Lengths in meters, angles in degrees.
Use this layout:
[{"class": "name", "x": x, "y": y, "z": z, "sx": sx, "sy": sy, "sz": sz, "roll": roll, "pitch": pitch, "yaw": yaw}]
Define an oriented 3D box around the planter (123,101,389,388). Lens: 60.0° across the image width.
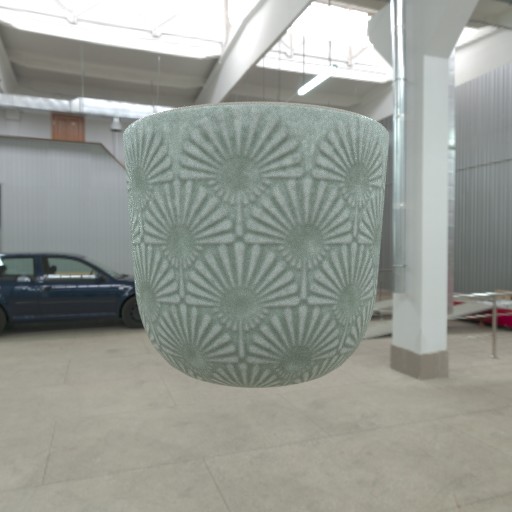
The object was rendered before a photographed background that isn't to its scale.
[{"class": "planter", "x": 0.000, "y": 0.000, "z": 0.297, "sx": 0.170, "sy": 0.152, "sz": 0.170, "roll": 0, "pitch": 1, "yaw": 0}]
